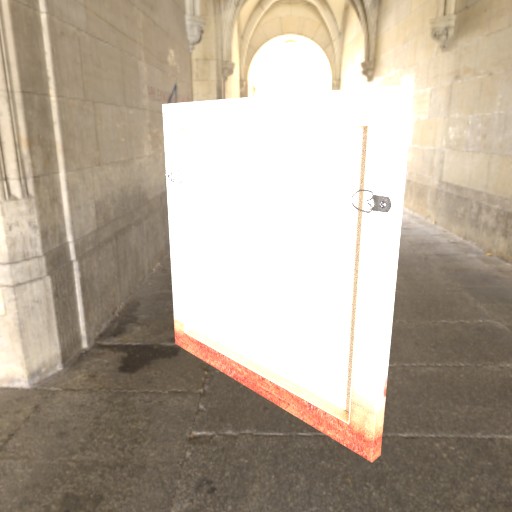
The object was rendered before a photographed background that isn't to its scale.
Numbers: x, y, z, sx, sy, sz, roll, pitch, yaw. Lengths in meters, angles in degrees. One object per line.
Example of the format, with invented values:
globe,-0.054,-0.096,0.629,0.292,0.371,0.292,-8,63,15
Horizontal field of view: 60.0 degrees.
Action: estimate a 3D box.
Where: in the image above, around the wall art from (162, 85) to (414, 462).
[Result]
wall art,0.000,0.000,1.126,0.042,0.760,0.760,-14,21,-41
